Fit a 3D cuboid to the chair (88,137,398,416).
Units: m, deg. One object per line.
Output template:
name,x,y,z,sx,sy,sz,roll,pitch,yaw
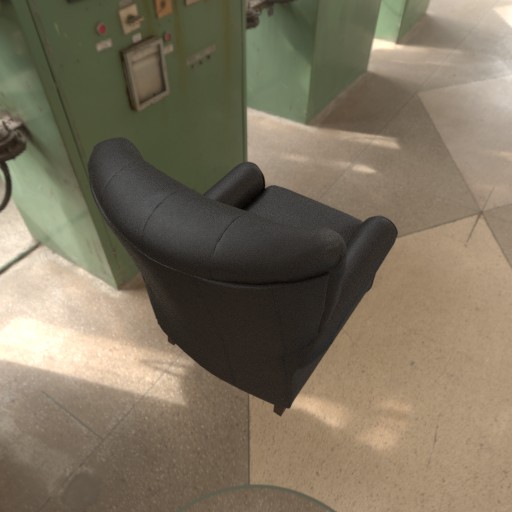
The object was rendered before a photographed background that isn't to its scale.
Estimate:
chair,0.000,0.000,1.869,0.948,1.158,1.058,27,53,23
